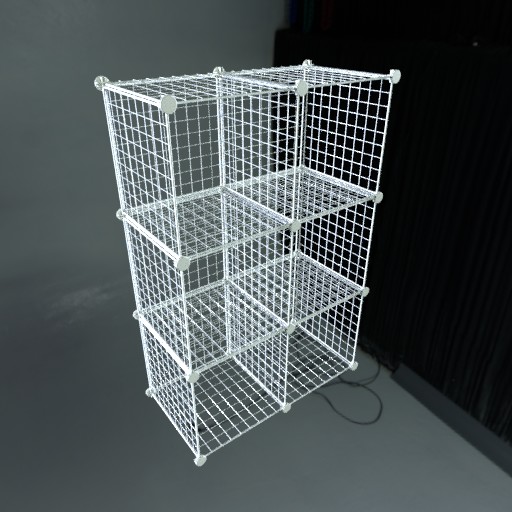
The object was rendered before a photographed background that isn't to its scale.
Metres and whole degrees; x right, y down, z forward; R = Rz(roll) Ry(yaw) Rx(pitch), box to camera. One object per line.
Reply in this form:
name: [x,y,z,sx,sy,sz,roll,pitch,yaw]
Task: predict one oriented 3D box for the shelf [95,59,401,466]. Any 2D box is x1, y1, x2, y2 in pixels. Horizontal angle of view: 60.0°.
shelf: [0.000,0.000,1.388,0.711,1.067,0.356,-20,35,-32]
